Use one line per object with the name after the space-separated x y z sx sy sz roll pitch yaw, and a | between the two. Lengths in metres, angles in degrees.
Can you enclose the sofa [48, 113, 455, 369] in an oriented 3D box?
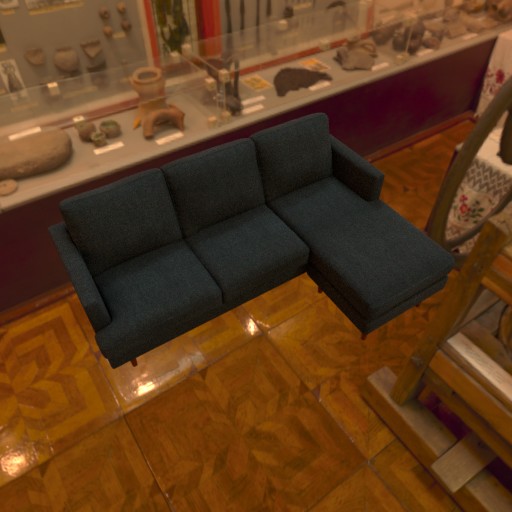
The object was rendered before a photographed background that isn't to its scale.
0.000 0.000 2.950 2.233 0.956 1.504 -25 52 -21 | sofa
